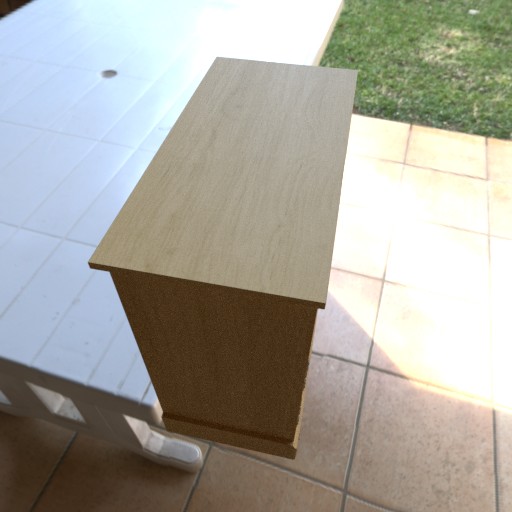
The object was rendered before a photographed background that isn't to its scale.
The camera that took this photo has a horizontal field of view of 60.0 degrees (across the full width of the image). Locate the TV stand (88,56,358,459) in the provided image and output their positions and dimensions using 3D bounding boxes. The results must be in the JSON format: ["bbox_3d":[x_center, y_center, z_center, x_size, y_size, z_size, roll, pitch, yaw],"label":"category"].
[{"bbox_3d":[0.000,0.000,1.329,0.430,0.787,0.851,9,49,8],"label":"TV stand"}]
